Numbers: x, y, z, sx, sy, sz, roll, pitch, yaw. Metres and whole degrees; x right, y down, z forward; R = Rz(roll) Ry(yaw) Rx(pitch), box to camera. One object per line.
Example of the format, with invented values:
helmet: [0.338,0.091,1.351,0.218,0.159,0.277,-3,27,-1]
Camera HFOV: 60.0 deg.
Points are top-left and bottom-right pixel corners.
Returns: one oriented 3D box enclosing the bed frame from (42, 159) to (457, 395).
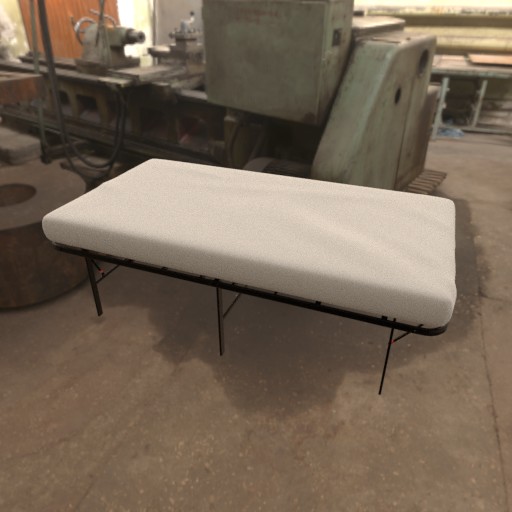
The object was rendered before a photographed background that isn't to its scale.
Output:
bed frame: [0.000,0.000,2.379,1.903,0.619,0.989,11,32,18]
